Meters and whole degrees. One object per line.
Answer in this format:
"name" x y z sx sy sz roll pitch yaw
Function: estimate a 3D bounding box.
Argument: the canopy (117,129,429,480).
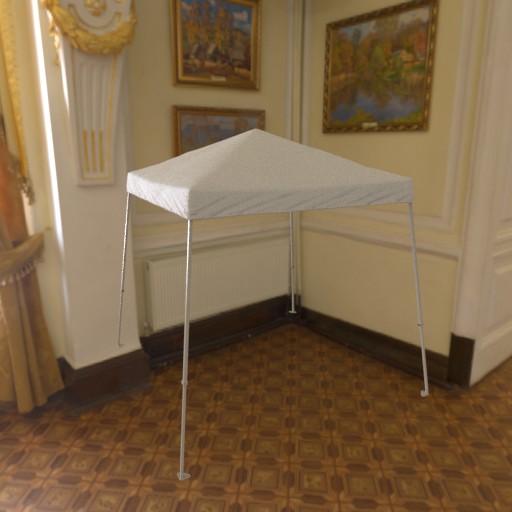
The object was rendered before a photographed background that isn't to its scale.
"canopy" 0.000 0.000 6.515 3.600 3.600 3.599 -7 16 -26
